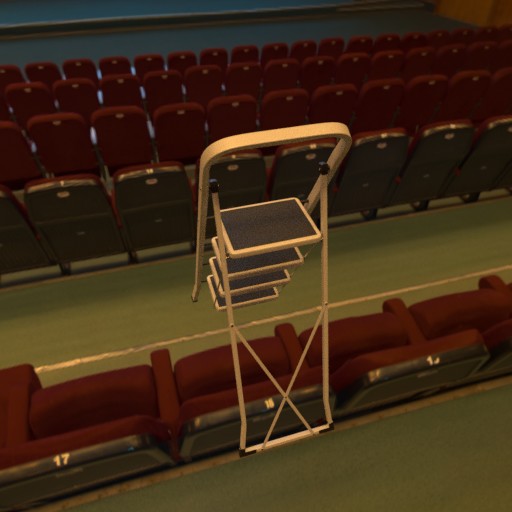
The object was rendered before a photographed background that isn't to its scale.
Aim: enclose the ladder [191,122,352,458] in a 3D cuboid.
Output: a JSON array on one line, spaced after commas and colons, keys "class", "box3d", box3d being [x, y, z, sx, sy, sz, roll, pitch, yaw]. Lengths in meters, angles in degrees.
[{"class": "ladder", "box3d": [0.000, 0.000, 1.703, 0.460, 1.265, 0.914, -11, 43, -12]}]
